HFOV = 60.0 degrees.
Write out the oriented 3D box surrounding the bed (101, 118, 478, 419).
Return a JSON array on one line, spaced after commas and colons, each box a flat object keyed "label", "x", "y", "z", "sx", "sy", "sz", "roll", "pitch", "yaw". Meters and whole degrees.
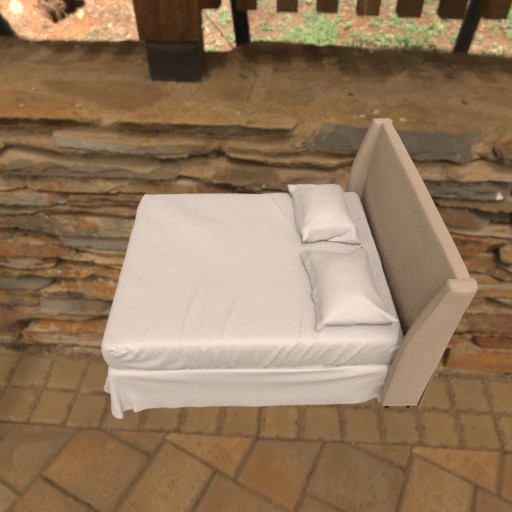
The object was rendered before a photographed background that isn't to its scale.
[{"label": "bed", "x": 0.000, "y": 0.000, "z": 3.384, "sx": 2.276, "sy": 1.332, "sz": 1.925, "roll": -1, "pitch": 44, "yaw": -1}]
